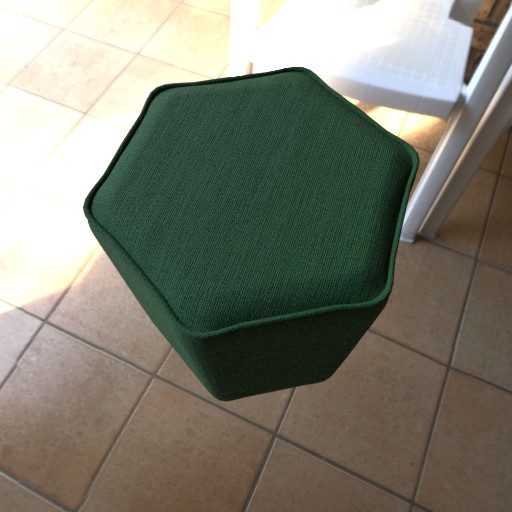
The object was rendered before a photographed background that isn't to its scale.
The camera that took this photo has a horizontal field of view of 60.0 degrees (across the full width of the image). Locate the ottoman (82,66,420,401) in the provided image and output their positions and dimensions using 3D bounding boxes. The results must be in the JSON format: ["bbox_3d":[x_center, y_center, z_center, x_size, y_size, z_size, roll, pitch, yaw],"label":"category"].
[{"bbox_3d":[0.000,0.000,0.851,0.444,0.507,0.499,17,64,8],"label":"ottoman"}]
